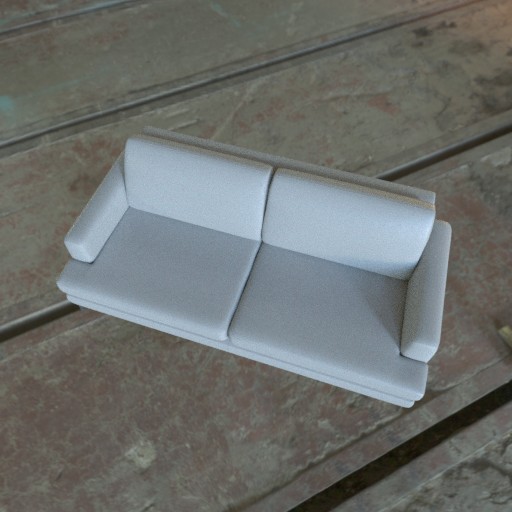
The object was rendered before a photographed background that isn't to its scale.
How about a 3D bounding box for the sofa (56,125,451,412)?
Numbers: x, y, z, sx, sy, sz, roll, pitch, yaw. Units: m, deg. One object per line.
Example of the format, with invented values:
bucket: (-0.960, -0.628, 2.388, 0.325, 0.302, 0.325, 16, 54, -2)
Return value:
sofa: (0.000, 0.000, 2.408, 1.940, 0.765, 0.974, 15, 59, 10)
